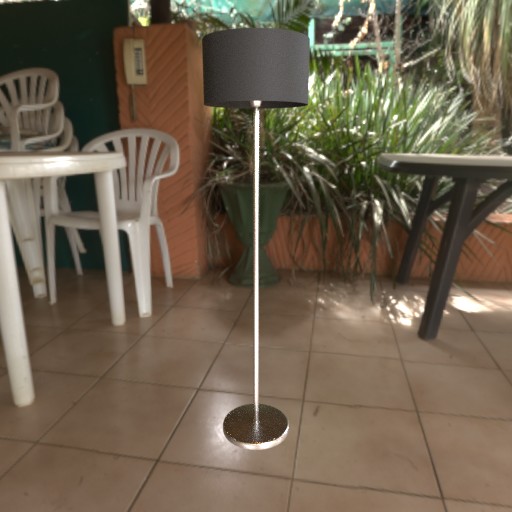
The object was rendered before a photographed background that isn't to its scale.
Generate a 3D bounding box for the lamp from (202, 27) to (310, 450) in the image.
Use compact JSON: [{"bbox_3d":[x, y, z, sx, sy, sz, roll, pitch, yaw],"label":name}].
[{"bbox_3d":[0.000,0.000,1.620,0.348,1.443,0.348,2,15,9],"label":"lamp"}]
